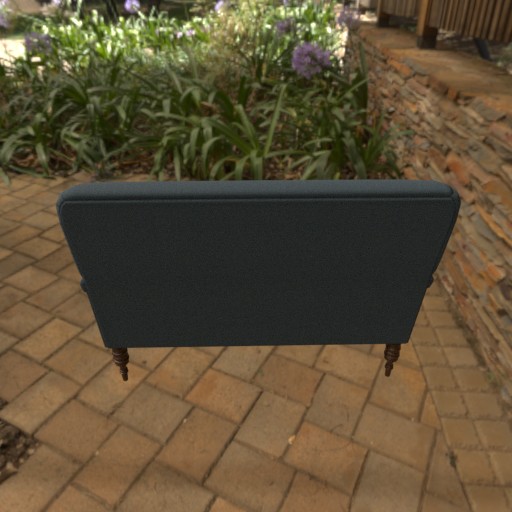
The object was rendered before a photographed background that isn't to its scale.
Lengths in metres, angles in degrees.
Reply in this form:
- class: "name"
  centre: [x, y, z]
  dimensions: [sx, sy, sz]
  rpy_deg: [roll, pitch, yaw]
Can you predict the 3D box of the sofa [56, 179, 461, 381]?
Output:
- class: "sofa"
  centre: [0.000, 0.000, 1.808]
  dimensions: [1.297, 0.889, 0.779]
  rpy_deg: [-1, 31, -1]
